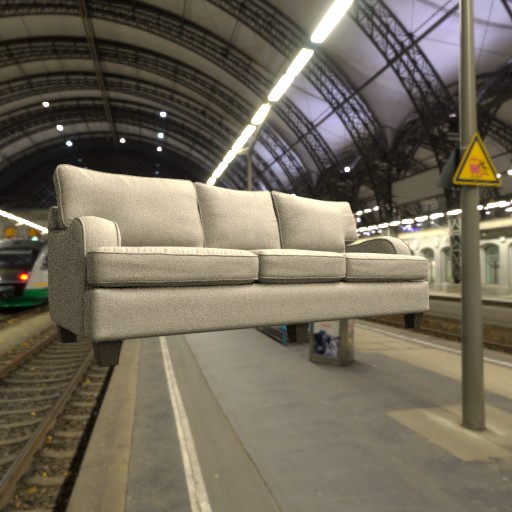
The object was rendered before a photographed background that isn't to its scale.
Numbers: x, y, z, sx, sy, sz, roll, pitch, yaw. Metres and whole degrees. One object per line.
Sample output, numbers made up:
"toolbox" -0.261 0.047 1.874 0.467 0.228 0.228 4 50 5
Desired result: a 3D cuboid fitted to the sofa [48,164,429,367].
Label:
"sofa" 0.000 0.000 2.846 2.323 0.991 1.016 1 -2 -35
